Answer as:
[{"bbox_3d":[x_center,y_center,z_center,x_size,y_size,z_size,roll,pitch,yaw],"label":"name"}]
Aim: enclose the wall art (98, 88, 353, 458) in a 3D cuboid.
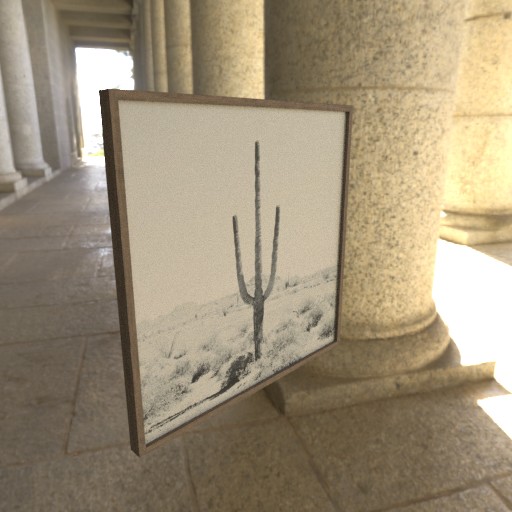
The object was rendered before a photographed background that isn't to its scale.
[{"bbox_3d":[0.000,0.000,1.142,0.038,0.762,0.762,15,22,43],"label":"wall art"}]
